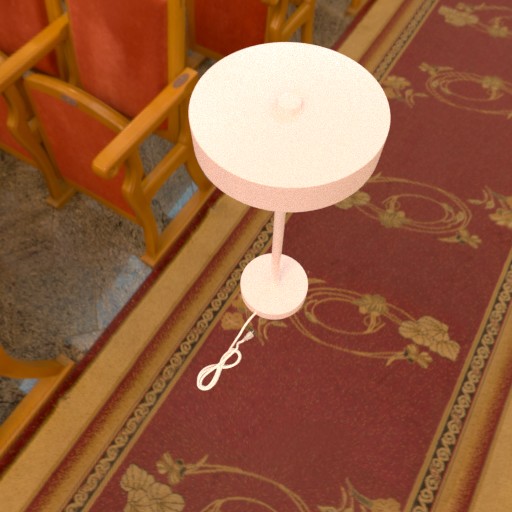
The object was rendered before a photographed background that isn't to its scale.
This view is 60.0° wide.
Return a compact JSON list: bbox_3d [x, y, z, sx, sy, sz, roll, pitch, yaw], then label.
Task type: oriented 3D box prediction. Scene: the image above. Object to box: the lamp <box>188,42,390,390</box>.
[{"bbox_3d":[0.000,0.000,0.691,0.229,0.508,0.369,29,65,15],"label":"lamp"}]
